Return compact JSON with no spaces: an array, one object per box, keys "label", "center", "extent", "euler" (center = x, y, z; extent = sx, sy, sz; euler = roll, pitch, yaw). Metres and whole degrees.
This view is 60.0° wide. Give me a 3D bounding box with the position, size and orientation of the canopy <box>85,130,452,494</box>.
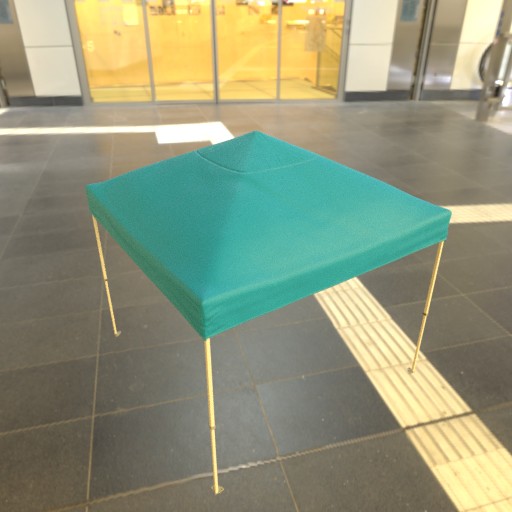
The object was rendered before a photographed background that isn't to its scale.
[{"label":"canopy","center":[0.000,0.000,5.358],"extent":[2.996,2.997,2.998],"euler":[-18,34,-30]}]
